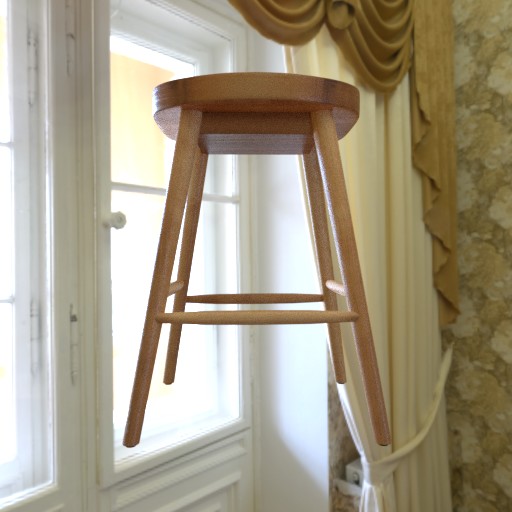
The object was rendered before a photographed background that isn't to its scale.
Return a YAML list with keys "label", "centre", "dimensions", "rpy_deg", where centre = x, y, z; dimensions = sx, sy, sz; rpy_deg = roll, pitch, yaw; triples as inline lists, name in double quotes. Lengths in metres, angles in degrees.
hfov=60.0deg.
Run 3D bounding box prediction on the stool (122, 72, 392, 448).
- label: "stool"
  centre: [0.000, 0.000, 0.889]
  dimensions: [0.440, 0.615, 0.361]
  rpy_deg: [0, 1, -1]
